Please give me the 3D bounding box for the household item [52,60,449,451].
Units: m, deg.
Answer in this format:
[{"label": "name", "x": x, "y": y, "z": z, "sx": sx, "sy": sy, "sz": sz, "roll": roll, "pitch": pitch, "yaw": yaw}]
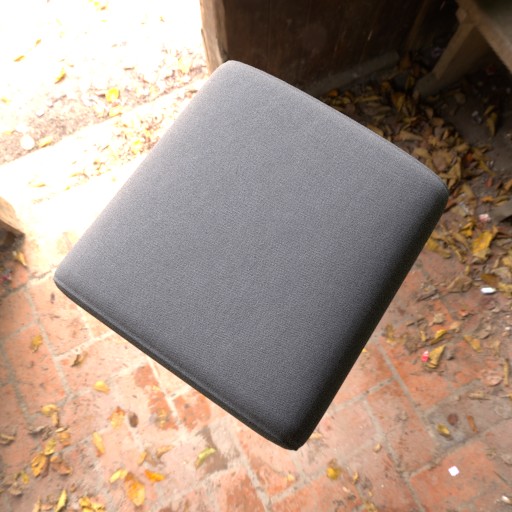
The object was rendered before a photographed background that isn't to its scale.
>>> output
[{"label": "household item", "x": 0.000, "y": 0.000, "z": 0.883, "sx": 0.530, "sy": 0.410, "sz": 0.530, "roll": 33, "pitch": 78, "yaw": 8}]
